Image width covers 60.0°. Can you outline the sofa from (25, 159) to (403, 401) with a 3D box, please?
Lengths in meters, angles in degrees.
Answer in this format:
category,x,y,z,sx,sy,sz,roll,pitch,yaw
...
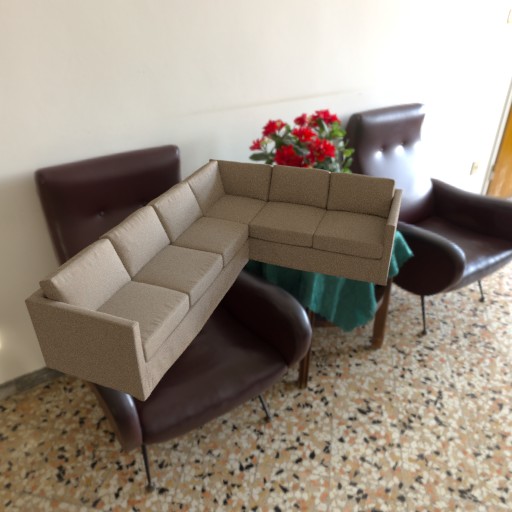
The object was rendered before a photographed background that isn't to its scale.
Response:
category,x,y,z,sx,sy,sz,roll,pitch,yaw
sofa,0.000,0.000,4.254,2.432,0.871,3.182,11,32,17
